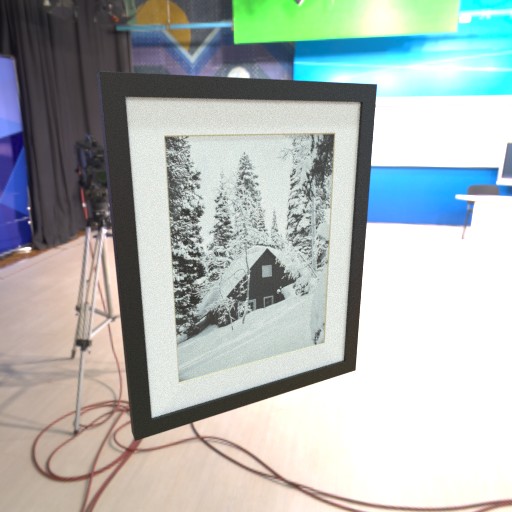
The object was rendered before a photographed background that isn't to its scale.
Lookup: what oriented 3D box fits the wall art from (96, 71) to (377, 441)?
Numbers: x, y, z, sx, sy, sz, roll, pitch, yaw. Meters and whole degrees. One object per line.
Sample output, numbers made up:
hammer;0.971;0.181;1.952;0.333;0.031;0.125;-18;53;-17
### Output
wall art;0.000;0.000;0.534;0.325;0.397;0.018;-9;19;-26
